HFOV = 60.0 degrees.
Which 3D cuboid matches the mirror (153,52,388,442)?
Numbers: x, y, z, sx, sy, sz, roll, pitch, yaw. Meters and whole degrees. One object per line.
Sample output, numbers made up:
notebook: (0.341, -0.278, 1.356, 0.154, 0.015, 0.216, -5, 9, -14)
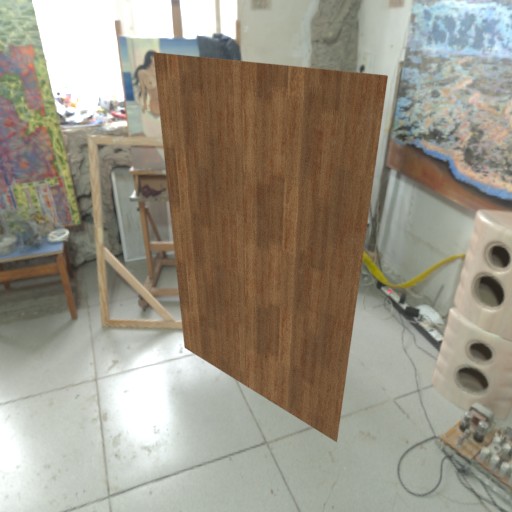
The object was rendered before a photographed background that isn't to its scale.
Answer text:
mirror: (0.000, 0.000, 1.246, 0.651, 1.010, 0.047, 22, 37, 33)
